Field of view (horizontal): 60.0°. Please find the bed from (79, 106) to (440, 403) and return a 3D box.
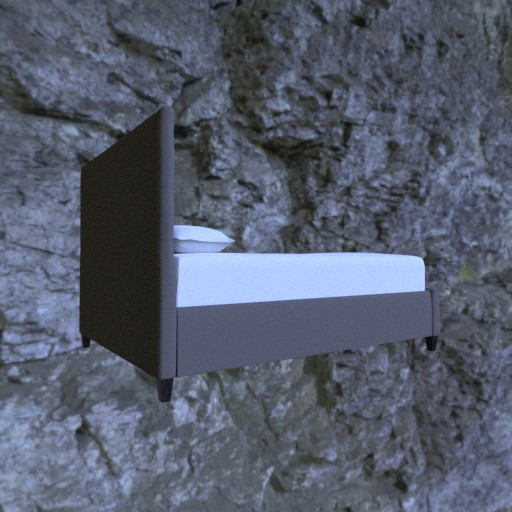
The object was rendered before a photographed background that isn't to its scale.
[{"bbox_3d":[0.000,0.000,3.409,2.233,1.426,1.696,0,-1,-34],"label":"bed"}]
